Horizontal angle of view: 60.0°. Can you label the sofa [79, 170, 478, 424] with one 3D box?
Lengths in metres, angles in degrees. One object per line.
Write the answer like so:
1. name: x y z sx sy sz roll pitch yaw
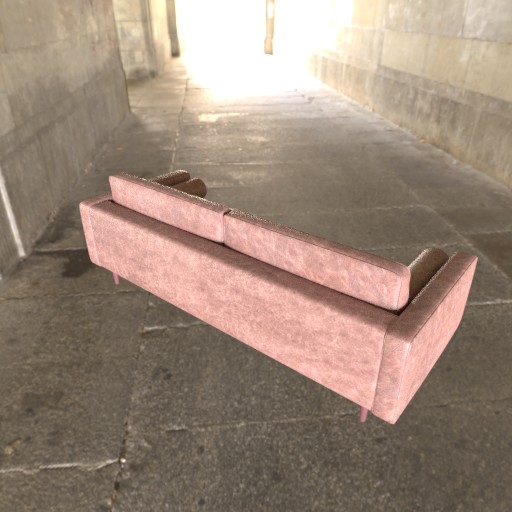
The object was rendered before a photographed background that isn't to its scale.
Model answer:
1. sofa: 0.000 0.000 2.627 2.210 0.762 0.914 21 36 33
